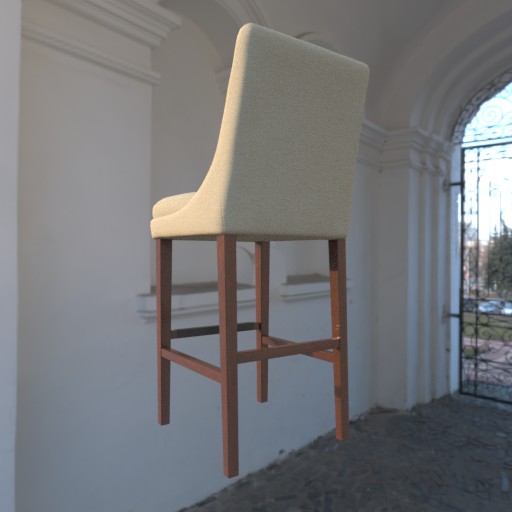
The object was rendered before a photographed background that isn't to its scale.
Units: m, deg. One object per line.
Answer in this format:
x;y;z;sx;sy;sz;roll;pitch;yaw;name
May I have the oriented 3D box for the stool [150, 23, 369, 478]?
0.000;0.000;1.340;0.470;1.078;0.577;0;0;-34;stool
